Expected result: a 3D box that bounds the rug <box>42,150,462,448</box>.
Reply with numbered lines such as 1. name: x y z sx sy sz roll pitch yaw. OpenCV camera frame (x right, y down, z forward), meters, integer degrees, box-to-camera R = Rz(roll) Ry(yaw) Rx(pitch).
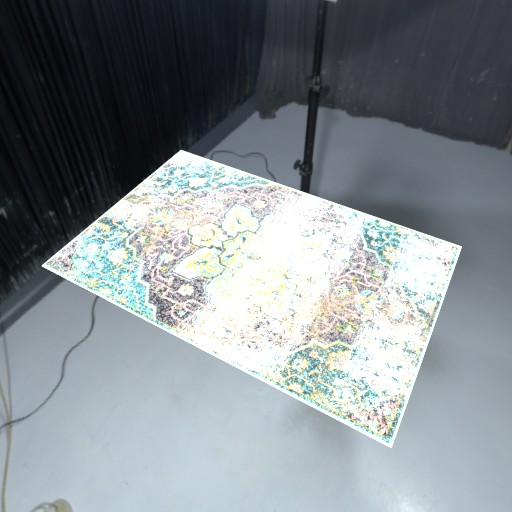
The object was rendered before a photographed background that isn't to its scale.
1. rug: 0.000 0.000 2.940 2.363 0.004 1.566 23 51 20
